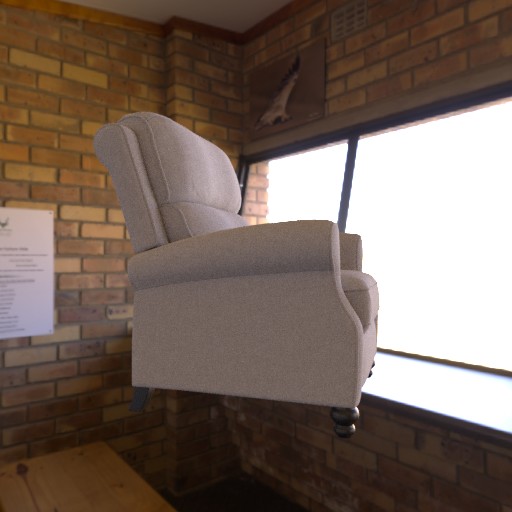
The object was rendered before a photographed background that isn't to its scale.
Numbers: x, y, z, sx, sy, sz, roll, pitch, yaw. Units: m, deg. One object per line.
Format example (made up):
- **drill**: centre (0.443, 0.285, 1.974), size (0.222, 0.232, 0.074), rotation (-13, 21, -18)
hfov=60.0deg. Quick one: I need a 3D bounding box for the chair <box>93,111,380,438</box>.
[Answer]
- **chair**: centre (0.000, 0.000, 1.732), size (0.919, 1.046, 0.859), rotation (0, 0, 19)
